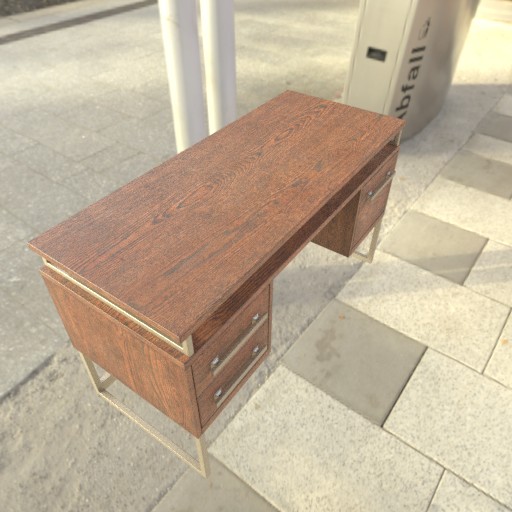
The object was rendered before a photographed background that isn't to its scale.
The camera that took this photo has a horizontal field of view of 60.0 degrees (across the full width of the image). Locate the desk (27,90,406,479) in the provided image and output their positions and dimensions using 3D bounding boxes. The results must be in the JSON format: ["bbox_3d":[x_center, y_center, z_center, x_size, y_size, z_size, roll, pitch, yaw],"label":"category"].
[{"bbox_3d":[0.000,0.000,1.806,0.610,0.792,1.384,25,47,26],"label":"desk"}]
